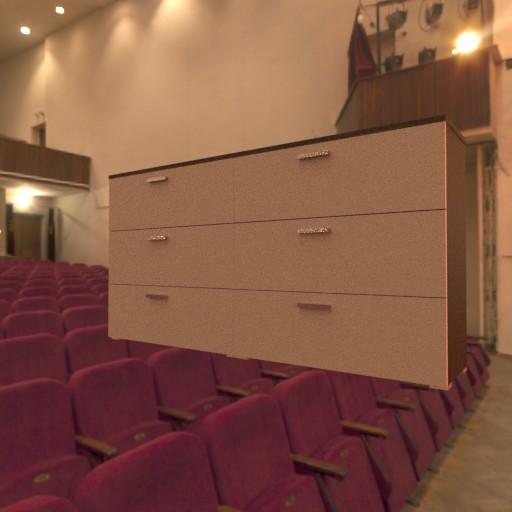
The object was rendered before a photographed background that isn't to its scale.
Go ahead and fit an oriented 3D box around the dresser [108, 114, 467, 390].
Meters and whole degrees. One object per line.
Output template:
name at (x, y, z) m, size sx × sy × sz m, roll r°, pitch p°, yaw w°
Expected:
dresser at (0.000, 0.000, 1.823) m, size 1.535 × 0.790 × 0.333 m, roll -1°, pitch -1°, yaw 35°
